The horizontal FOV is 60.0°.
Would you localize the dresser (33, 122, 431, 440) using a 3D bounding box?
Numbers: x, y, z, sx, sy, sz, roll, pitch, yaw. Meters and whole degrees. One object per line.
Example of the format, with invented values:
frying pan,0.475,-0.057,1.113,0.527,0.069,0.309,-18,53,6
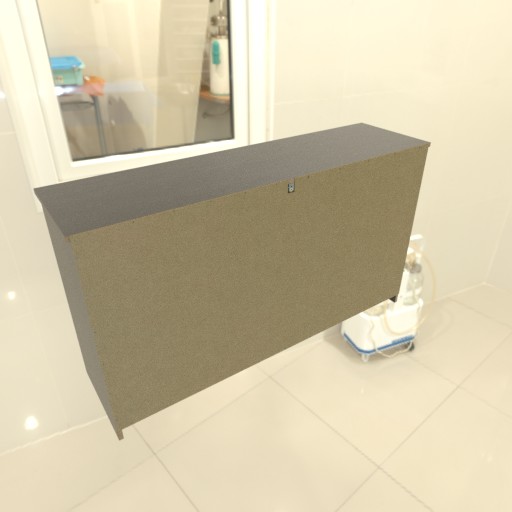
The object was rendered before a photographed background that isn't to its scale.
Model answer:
dresser,0.000,0.000,1.709,1.360,0.755,0.401,-19,36,-29
